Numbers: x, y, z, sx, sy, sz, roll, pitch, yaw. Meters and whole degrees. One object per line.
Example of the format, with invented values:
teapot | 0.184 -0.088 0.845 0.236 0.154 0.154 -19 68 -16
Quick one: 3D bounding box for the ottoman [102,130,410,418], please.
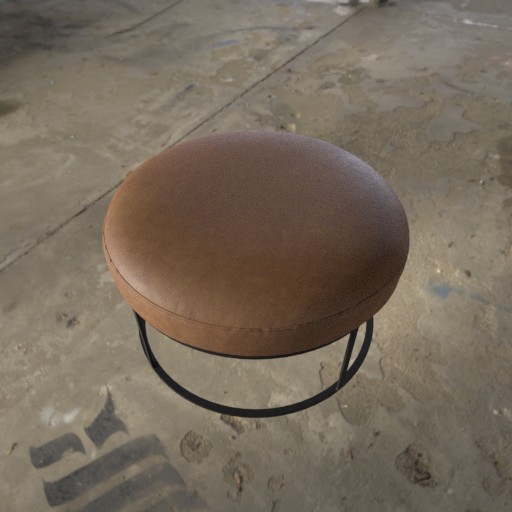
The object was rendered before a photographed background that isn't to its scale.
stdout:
ottoman | 0.000 0.000 1.252 0.771 0.460 0.771 0 45 0
